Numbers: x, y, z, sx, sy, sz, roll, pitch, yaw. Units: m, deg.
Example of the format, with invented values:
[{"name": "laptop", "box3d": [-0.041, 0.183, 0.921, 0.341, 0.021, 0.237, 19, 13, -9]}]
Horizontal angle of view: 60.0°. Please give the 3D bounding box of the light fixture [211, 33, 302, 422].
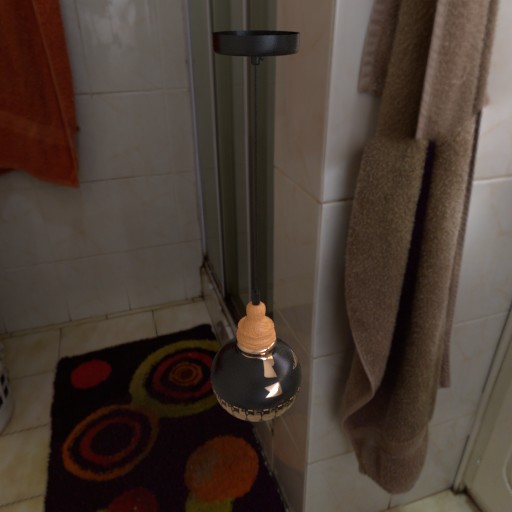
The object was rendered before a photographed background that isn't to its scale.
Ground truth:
[{"name": "light fixture", "box3d": [0.000, 0.000, 1.783, 0.430, 1.606, 0.430, -8, 31, -14]}]
